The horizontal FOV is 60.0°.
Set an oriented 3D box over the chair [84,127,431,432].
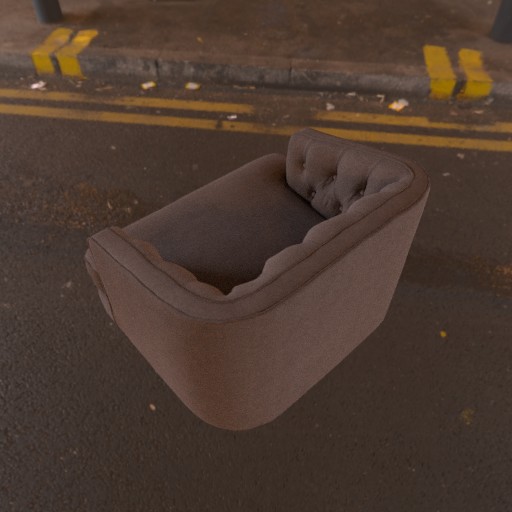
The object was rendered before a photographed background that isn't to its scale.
[{"bbox_3d":[0.000,0.000,1.808,1.104,0.852,0.941,-33,55,-27],"label":"chair"}]
